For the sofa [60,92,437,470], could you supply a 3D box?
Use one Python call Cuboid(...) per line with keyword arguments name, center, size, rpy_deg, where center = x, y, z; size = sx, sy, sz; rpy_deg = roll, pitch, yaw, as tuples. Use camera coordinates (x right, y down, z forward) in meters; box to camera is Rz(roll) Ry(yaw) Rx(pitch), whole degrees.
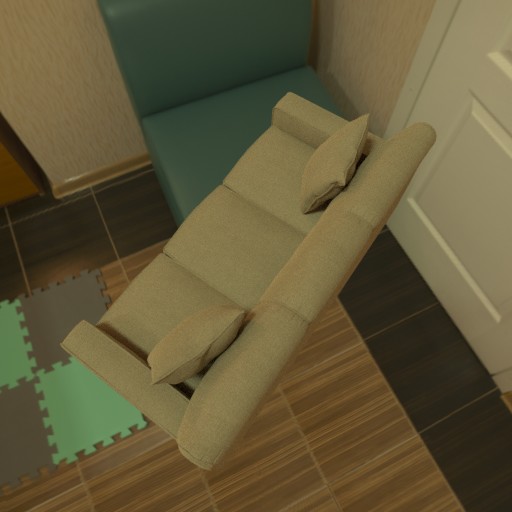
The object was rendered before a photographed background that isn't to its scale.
Cuboid(name="sofa", center=(0.000, 0.000, 2.505), size=(0.997, 0.958, 2.024), rpy_deg=(32, 69, 14))
